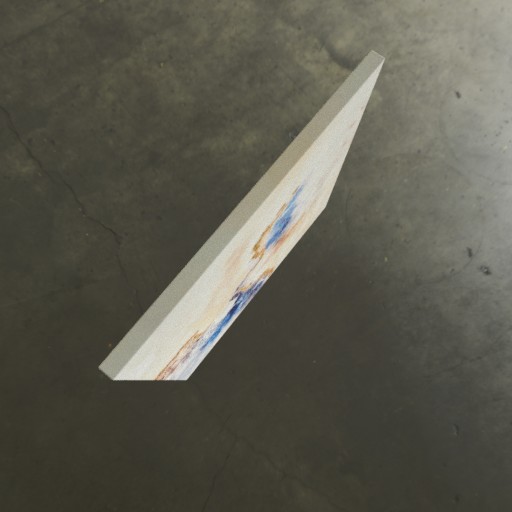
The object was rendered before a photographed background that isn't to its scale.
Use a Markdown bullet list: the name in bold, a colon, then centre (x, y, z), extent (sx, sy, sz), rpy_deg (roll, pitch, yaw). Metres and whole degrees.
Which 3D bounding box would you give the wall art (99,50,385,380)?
- **wall art**: centre (0.000, 0.000, 1.331), extent (0.038, 0.889, 0.889), rpy_deg (37, 78, 10)
